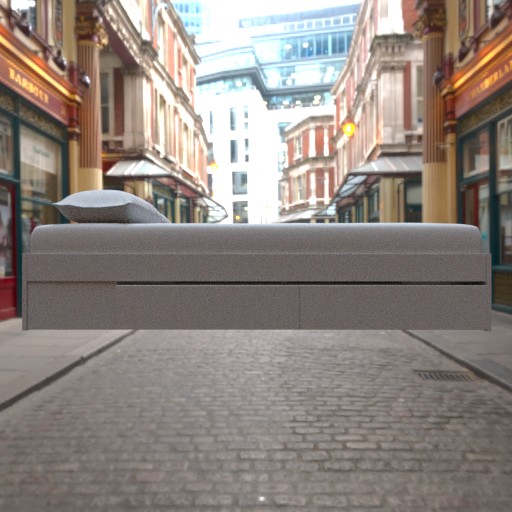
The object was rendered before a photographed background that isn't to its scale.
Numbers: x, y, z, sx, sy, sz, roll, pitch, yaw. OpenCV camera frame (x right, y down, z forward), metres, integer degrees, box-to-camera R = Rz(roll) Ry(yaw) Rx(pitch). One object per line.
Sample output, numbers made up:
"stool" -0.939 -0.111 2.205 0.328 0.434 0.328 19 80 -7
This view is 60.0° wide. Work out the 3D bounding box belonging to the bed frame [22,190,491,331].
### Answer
"bed frame" 0.000 0.000 2.557 1.950 0.629 1.450 0 0 0
